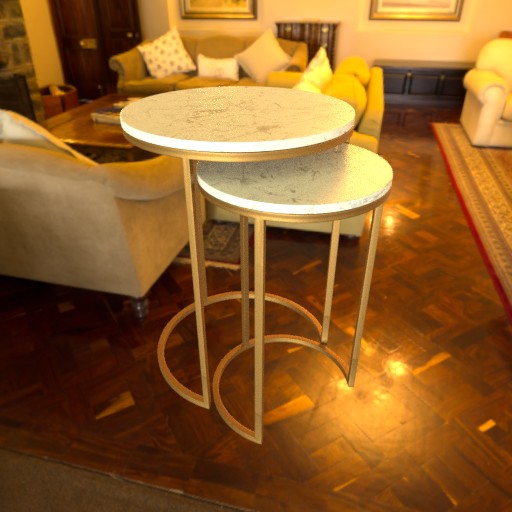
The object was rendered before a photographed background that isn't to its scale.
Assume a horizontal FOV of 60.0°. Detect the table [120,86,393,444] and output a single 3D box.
[{"bbox_3d":[0.000,0.000,0.878,0.400,0.550,0.507,-20,37,-29],"label":"table"}]
